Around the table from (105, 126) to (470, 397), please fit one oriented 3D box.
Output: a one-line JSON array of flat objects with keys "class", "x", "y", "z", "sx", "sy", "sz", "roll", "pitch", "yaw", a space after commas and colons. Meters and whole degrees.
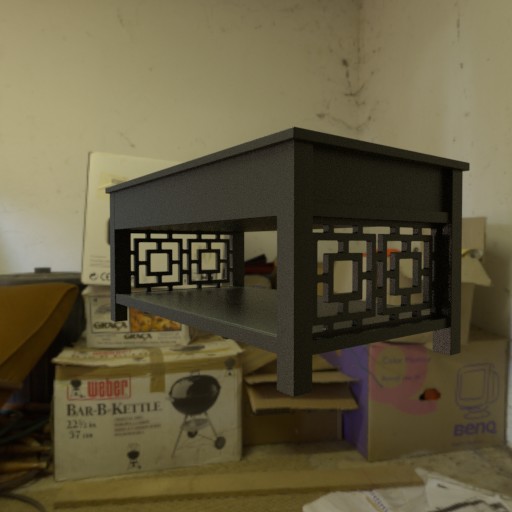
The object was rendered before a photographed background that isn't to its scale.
[{"class": "table", "x": 0.000, "y": 0.000, "z": 1.408, "sx": 0.612, "sy": 0.493, "sz": 1.068, "roll": -1, "pitch": 2, "yaw": -36}]
